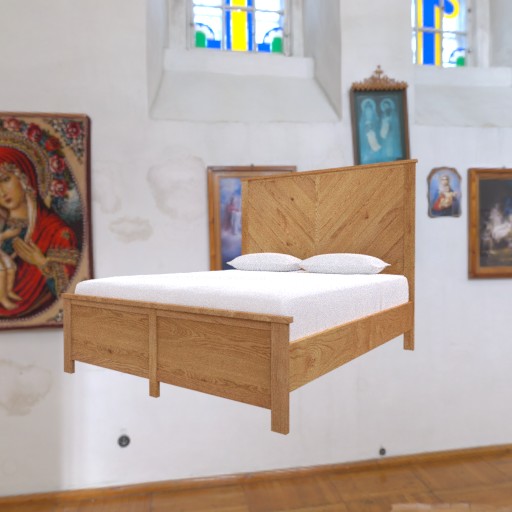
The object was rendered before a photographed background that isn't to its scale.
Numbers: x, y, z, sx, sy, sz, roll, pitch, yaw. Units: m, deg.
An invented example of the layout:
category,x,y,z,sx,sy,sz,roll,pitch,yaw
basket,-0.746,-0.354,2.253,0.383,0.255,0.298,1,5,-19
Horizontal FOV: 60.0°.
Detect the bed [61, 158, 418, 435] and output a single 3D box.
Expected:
category,x,y,z,sx,sy,sz,roll,pitch,yaw
bed,0.000,0.000,4.112,2.225,1.938,2.530,1,1,35
